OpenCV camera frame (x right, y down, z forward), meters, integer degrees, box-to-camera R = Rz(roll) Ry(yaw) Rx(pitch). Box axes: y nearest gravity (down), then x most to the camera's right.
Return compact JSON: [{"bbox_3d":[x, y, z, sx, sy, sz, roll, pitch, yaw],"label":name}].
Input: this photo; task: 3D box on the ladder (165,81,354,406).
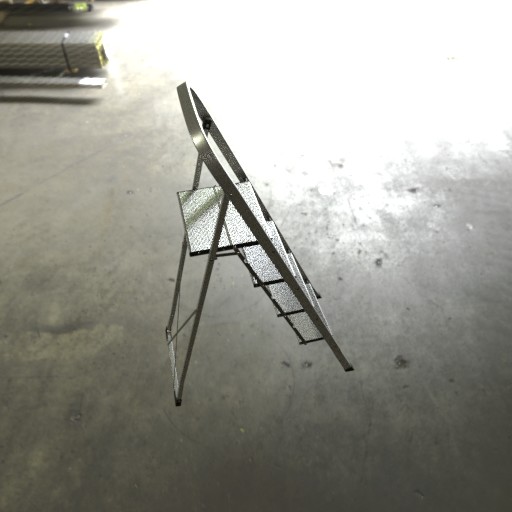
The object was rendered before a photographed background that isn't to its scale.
[{"bbox_3d":[0.000,0.000,1.682,0.830,1.290,0.465,-10,47,-10],"label":"ladder"}]
